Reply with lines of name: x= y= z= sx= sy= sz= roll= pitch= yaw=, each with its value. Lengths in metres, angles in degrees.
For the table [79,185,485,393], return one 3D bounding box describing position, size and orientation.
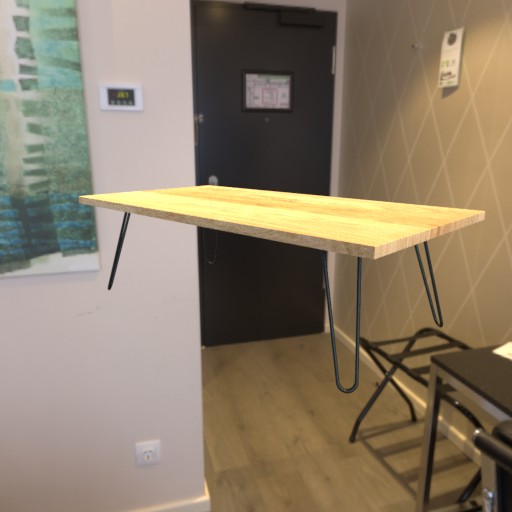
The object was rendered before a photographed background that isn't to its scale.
table: x=0.000 y=0.000 z=1.662 sx=1.348 sy=0.400 sz=0.699 roll=13 pitch=19 yaw=42
